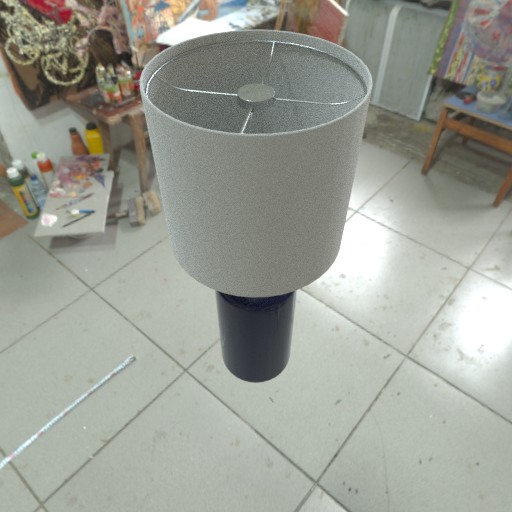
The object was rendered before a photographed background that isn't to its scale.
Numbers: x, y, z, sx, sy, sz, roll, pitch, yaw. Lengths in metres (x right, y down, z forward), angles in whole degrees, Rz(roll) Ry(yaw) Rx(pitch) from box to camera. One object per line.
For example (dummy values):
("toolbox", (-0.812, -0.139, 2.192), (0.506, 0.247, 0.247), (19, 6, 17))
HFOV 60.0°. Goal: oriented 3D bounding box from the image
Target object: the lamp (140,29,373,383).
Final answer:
("lamp", (0.000, 0.000, 0.588), (0.212, 0.493, 0.212), (8, 47, 8))
